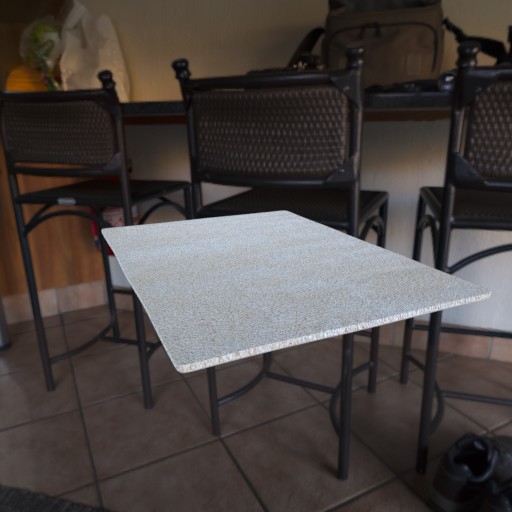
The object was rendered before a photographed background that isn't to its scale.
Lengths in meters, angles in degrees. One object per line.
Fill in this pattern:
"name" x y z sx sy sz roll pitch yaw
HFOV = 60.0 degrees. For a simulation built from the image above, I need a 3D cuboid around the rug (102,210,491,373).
"rug" 0.000 0.000 2.082 1.199 0.025 1.600 -8 20 -24
